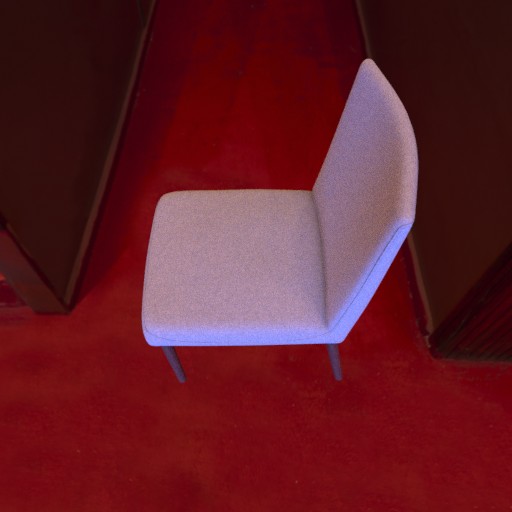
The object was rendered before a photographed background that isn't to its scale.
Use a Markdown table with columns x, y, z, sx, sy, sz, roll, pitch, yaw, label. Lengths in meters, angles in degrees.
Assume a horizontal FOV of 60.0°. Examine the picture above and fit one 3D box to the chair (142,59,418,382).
| x | y | z | sx | sy | sz | roll | pitch | yaw | label |
| --- | --- | --- | --- | --- | --- | --- | --- | --- | --- |
| 0.000 | 0.000 | 1.148 | 0.570 | 0.859 | 0.456 | -1 | 58 | 0 | chair |
